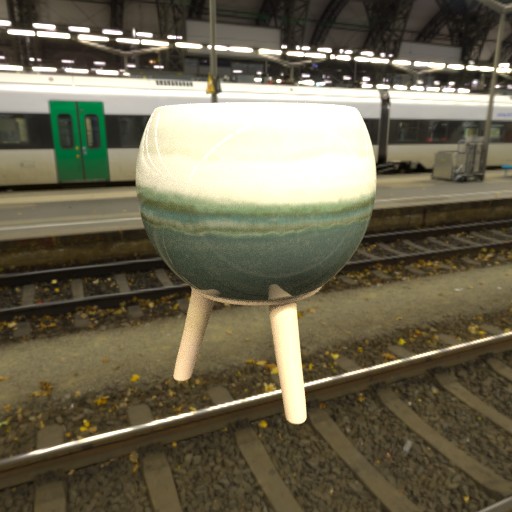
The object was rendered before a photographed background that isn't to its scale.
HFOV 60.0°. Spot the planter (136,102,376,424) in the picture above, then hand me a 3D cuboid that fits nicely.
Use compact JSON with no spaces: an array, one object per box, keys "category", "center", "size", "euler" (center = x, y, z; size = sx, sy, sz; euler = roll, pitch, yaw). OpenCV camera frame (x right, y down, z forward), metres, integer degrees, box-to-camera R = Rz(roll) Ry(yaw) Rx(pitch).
[{"category":"planter","center":[0.000,0.000,0.441],"size":[0.222,0.278,0.222],"euler":[0,15,0]}]
